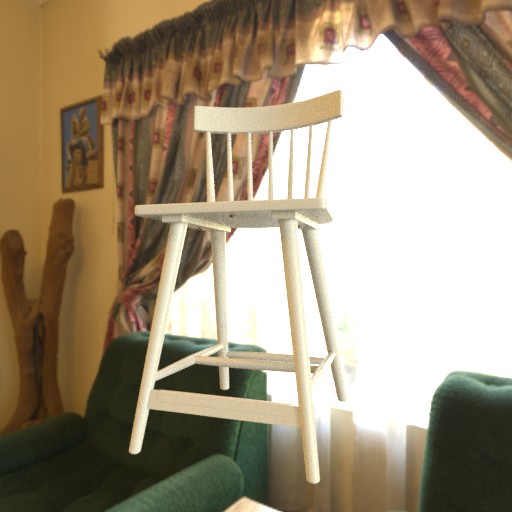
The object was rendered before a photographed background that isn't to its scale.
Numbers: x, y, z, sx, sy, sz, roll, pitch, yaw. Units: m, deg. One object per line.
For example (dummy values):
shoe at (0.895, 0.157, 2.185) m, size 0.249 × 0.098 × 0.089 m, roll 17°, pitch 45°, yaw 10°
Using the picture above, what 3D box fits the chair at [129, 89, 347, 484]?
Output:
chair at (0.000, 0.000, 1.260) m, size 0.483 × 0.952 × 0.572 m, roll 0°, pitch 0°, yaw 18°
